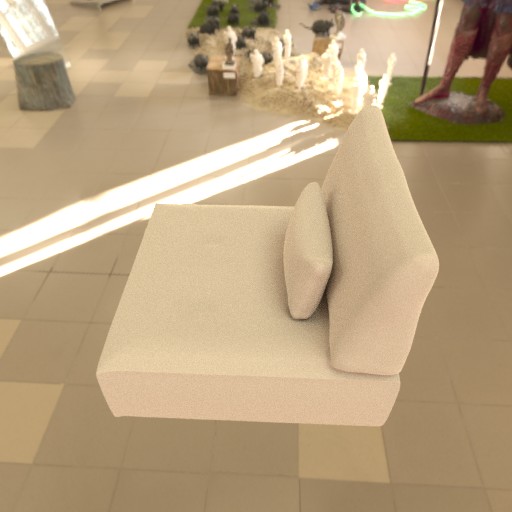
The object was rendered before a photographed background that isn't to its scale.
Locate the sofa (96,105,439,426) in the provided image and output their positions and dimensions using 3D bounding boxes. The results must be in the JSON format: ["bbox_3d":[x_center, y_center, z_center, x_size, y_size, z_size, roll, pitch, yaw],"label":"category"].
[{"bbox_3d":[0.000,0.000,1.675,1.000,0.828,0.935,2,42,2],"label":"sofa"}]
